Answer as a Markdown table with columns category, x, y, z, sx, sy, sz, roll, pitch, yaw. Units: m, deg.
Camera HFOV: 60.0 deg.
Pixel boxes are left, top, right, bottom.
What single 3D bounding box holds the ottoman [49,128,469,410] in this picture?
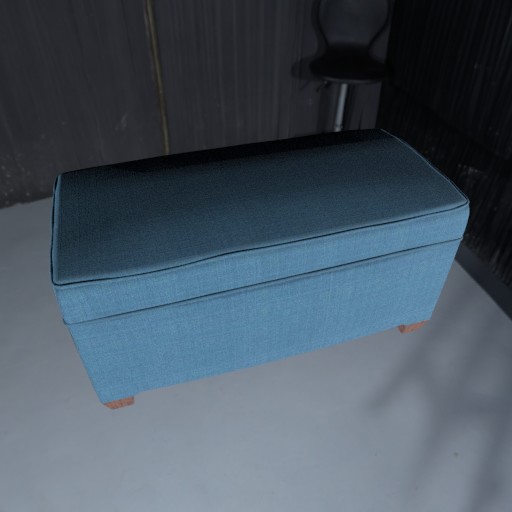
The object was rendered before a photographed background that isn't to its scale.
| category | x | y | z | sx | sy | sz | roll | pitch | yaw |
| --- | --- | --- | --- | --- | --- | --- | --- | --- | --- |
| ottoman | 0.000 | 0.000 | 1.209 | 0.943 | 0.474 | 0.474 | -11 | 43 | -13 |
